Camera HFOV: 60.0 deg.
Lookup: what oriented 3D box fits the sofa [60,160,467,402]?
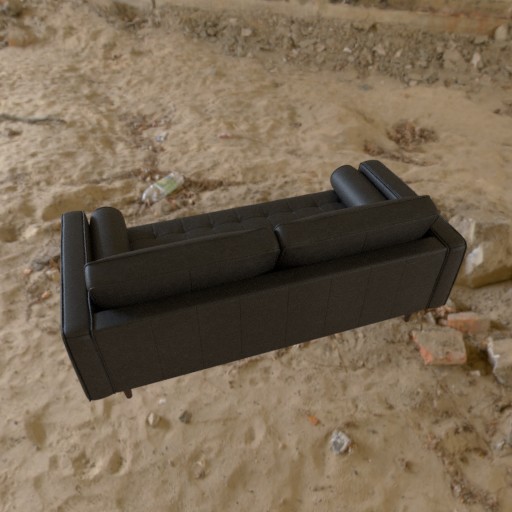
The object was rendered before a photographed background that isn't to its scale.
[{"bbox_3d":[0.000,0.000,2.334,1.879,0.770,0.921,-12,42,-14],"label":"sofa"}]
